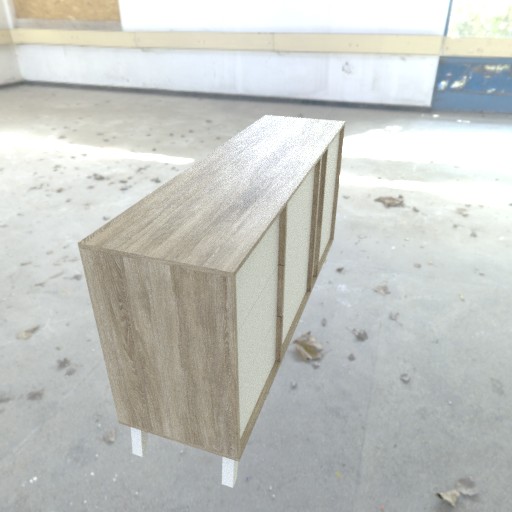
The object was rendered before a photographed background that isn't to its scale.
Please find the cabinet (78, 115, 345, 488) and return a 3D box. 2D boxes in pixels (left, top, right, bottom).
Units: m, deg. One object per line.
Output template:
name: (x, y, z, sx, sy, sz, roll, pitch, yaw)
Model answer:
cabinet: (0.000, 0.000, 1.992, 0.450, 0.870, 1.600, 10, 32, 17)
